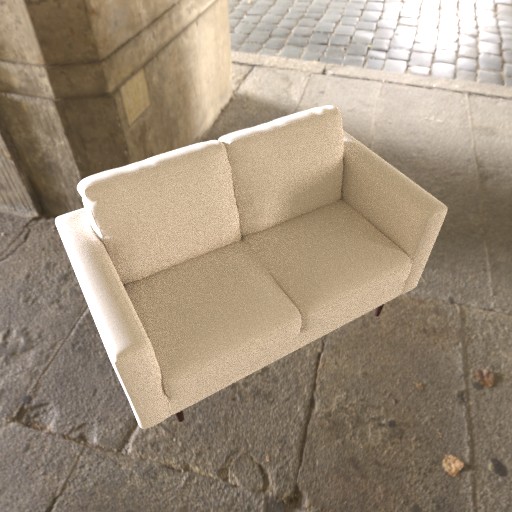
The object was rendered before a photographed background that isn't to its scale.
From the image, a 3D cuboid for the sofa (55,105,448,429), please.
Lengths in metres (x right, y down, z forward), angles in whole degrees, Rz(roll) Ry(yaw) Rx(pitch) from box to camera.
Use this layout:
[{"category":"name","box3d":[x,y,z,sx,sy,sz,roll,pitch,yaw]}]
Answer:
[{"category":"sofa","box3d":[0.000,0.000,1.961,1.430,0.908,0.796,-23,51,-20]}]
